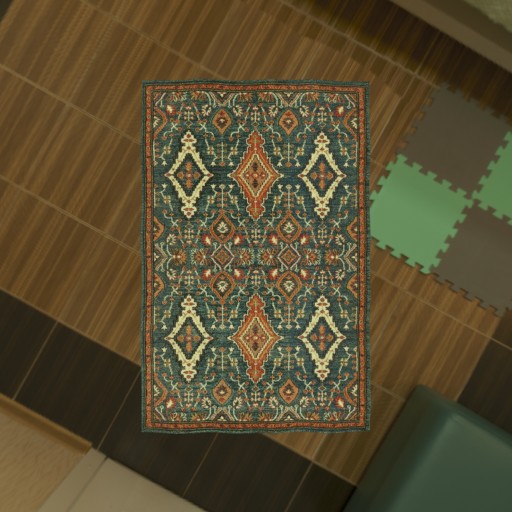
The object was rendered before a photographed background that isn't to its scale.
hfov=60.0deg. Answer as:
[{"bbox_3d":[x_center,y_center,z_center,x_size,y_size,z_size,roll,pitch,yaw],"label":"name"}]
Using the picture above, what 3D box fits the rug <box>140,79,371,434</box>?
[{"bbox_3d":[0.000,0.000,4.215,2.190,0.008,3.371,0,90,-1],"label":"rug"}]
